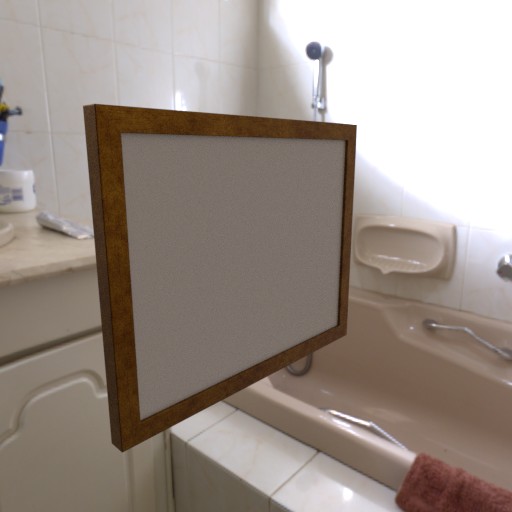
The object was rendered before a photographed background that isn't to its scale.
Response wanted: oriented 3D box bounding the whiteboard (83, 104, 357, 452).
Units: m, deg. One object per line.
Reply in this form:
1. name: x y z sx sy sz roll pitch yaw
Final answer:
1. whiteboard: 0.000 0.000 0.765 0.029 0.457 0.561 12 18 43
